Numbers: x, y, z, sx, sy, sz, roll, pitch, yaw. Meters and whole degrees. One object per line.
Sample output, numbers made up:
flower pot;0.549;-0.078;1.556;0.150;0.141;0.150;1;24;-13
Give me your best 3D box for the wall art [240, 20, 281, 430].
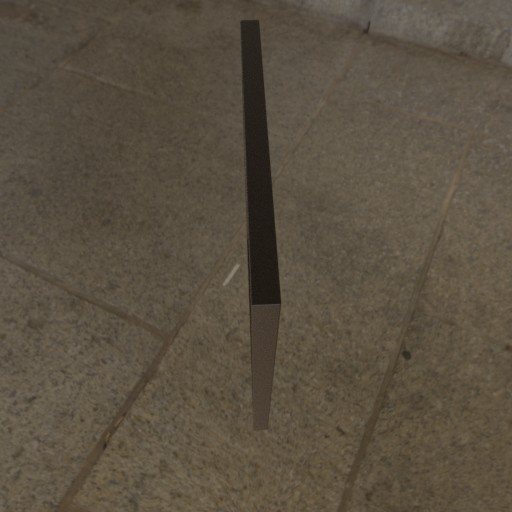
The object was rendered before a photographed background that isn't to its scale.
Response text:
wall art;0.000;0.000;0.747;0.028;0.551;0.451;-2;58;-1
